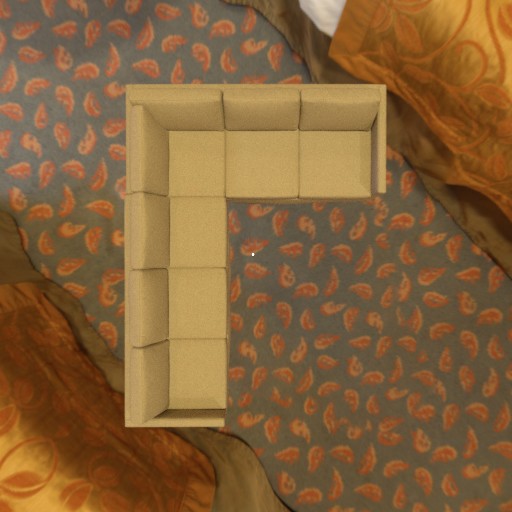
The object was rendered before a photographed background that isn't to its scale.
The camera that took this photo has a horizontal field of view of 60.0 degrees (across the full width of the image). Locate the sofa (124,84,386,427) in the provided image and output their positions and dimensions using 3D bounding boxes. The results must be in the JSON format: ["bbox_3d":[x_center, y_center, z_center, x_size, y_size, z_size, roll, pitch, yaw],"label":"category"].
[{"bbox_3d":[0.000,0.000,4.337,2.432,0.871,3.182,0,90,0],"label":"sofa"}]
